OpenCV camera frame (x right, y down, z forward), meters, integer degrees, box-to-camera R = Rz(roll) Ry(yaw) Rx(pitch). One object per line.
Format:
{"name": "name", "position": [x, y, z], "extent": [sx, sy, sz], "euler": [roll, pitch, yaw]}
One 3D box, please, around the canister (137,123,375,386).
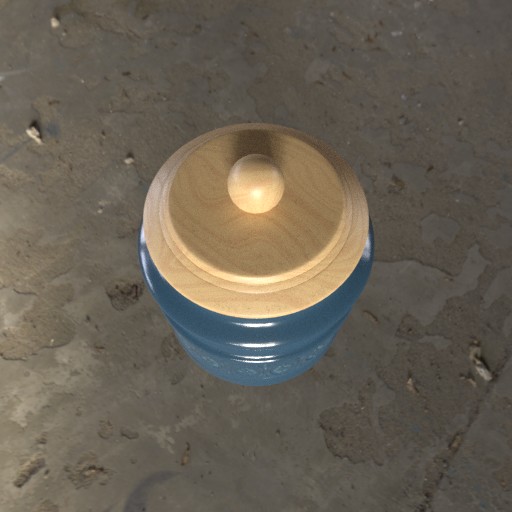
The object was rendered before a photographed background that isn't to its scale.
{"name": "canister", "position": [0.000, 0.000, 0.270], "extent": [0.130, 0.176, 0.130], "euler": [0, 64, 0]}
